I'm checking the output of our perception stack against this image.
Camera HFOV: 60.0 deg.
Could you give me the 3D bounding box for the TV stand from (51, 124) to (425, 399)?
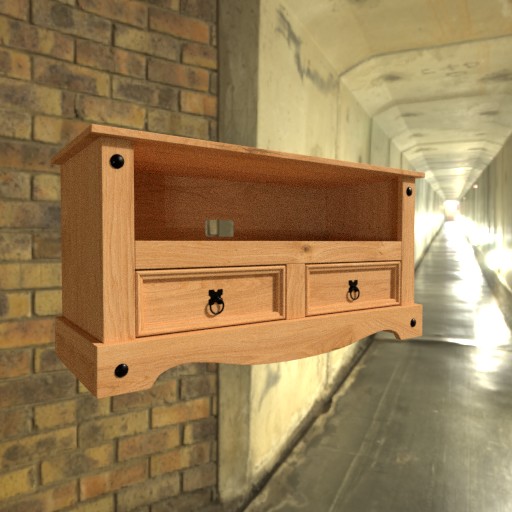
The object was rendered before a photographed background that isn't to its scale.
[{"bbox_3d":[0.000,0.000,1.361,1.080,0.550,0.440,-1,2,-34],"label":"TV stand"}]
